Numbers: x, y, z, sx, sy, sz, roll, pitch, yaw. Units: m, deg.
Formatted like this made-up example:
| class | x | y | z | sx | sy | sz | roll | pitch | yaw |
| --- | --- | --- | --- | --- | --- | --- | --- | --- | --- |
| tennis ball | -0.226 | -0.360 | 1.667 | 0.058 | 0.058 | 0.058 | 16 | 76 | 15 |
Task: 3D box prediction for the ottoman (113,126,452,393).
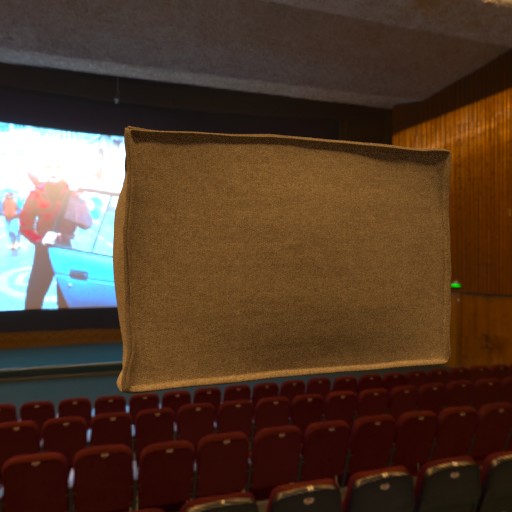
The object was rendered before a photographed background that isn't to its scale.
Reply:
| class | x | y | z | sx | sy | sz | roll | pitch | yaw |
| --- | --- | --- | --- | --- | --- | --- | --- | --- | --- |
| ottoman | 0.000 | 0.000 | 1.150 | 0.707 | 0.470 | 0.696 | 0 | 0 | -18 |
